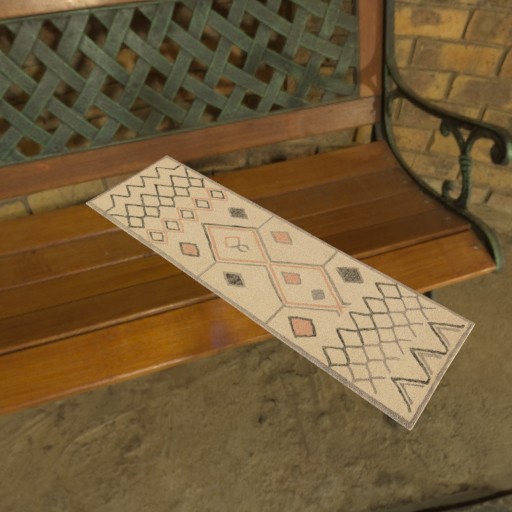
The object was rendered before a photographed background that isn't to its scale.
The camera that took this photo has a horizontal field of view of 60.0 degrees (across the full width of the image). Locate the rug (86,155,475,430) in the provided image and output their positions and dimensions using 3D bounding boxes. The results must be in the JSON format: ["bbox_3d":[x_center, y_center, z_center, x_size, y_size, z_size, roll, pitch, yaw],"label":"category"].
[{"bbox_3d":[0.000,0.000,2.710,2.435,0.011,0.750,32,54,26],"label":"rug"}]
